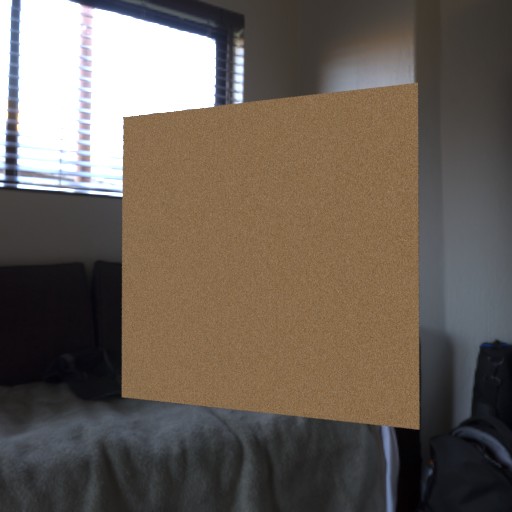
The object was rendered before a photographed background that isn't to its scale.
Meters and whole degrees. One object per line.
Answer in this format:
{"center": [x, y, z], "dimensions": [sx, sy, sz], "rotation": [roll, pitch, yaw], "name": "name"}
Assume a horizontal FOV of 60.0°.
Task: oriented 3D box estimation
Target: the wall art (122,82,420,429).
{"center": [0.000, 0.000, 0.585], "dimensions": [0.404, 0.406, 0.010], "rotation": [0, -1, 18], "name": "wall art"}
